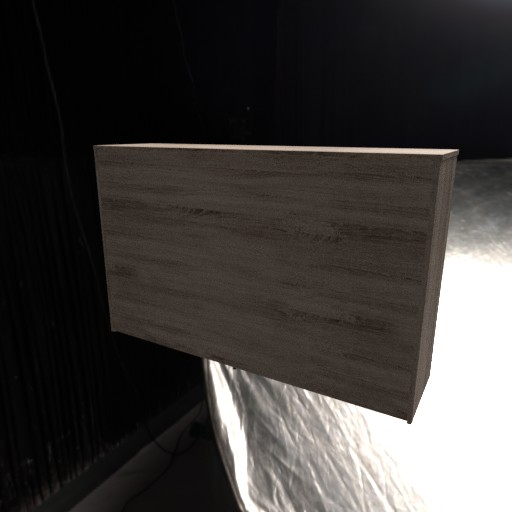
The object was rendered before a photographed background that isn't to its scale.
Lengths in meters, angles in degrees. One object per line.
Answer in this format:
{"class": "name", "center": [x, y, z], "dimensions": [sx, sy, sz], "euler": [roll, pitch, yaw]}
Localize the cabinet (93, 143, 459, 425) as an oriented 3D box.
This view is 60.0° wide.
{"class": "cabinet", "center": [0.000, 0.000, 1.889], "dimensions": [1.450, 0.900, 0.380], "euler": [9, 18, 29]}
